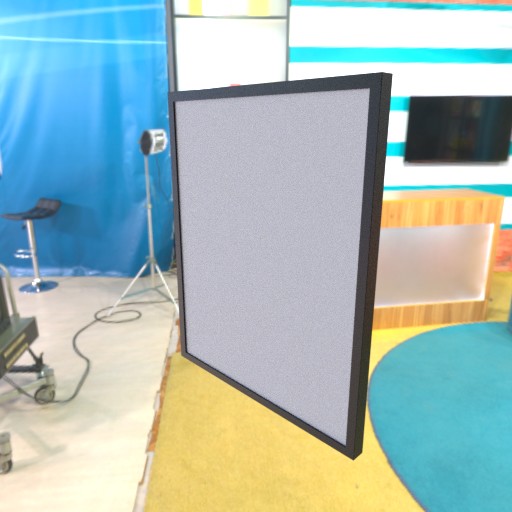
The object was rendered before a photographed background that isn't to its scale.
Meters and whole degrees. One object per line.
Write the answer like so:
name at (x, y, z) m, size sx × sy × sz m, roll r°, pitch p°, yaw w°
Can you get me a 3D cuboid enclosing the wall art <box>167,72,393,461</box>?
wall art at (0.000, 0.000, 0.549) m, size 0.018 × 0.397 × 0.325 m, roll -15°, pitch 22°, yaw -42°
